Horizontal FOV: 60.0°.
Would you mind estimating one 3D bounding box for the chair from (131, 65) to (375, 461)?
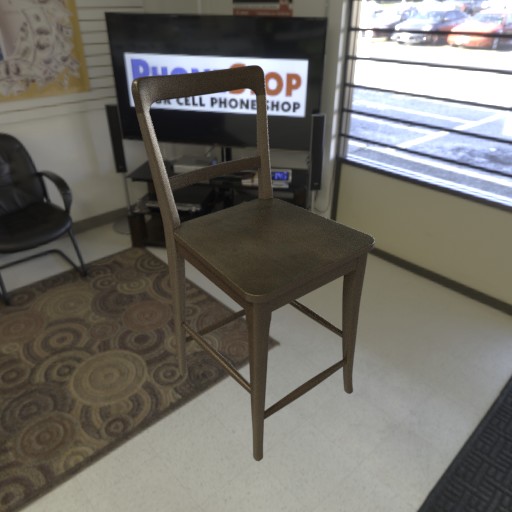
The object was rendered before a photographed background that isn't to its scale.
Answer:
[{"bbox_3d":[0.000,0.000,1.335,0.450,0.991,0.546,-22,37,-33],"label":"chair"}]
